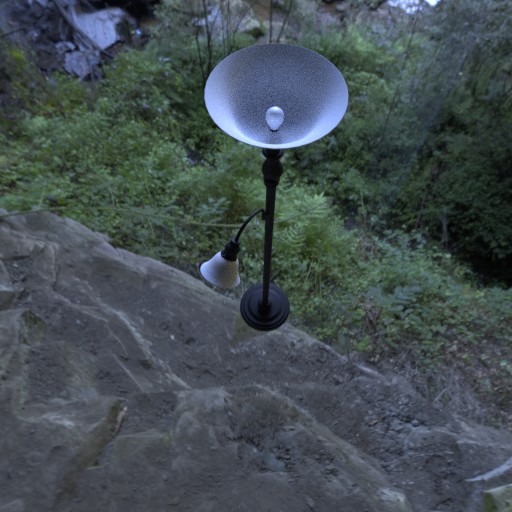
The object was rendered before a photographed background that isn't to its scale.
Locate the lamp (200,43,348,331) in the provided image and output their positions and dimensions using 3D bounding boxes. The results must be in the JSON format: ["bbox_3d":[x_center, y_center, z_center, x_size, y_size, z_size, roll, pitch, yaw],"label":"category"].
[{"bbox_3d":[0.000,0.000,2.022,0.405,1.793,0.588,36,69,16],"label":"lamp"}]
